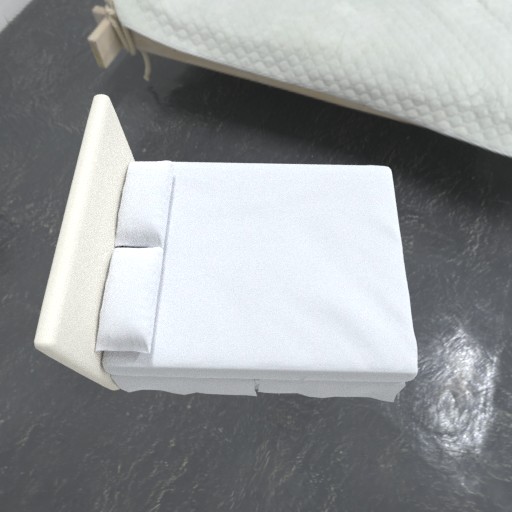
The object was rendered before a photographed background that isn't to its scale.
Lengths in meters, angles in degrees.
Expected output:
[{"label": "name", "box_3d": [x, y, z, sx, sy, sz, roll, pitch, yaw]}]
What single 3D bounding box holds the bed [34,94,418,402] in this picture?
[{"label": "bed", "box_3d": [0.000, 0.000, 3.047, 2.142, 1.330, 1.713, 1, 64, 1]}]
